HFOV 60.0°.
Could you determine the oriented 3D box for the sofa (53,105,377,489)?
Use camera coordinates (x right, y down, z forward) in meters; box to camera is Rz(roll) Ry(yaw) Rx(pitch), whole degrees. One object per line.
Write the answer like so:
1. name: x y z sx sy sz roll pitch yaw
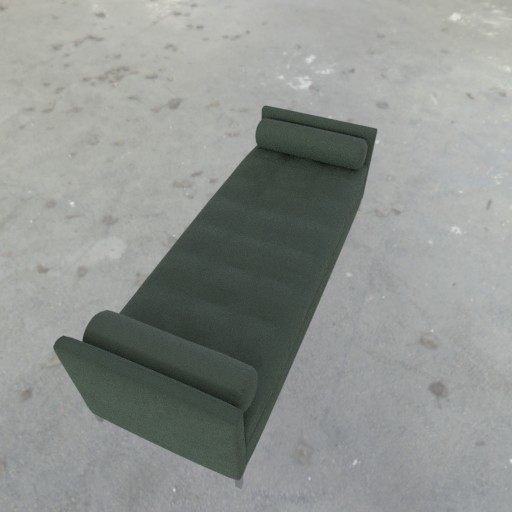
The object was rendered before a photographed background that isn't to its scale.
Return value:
1. sofa: 0.000 0.000 2.446 0.797 0.657 2.102 17 48 16
